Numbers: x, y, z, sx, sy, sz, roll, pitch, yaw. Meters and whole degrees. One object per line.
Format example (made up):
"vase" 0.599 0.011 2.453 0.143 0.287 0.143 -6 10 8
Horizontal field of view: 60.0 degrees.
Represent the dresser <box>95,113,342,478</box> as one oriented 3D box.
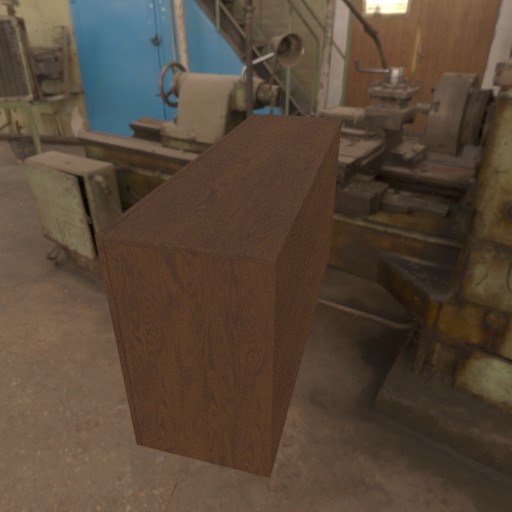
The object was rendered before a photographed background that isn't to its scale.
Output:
"dresser" 0.000 0.000 1.944 0.512 0.889 1.523 8 30 13
